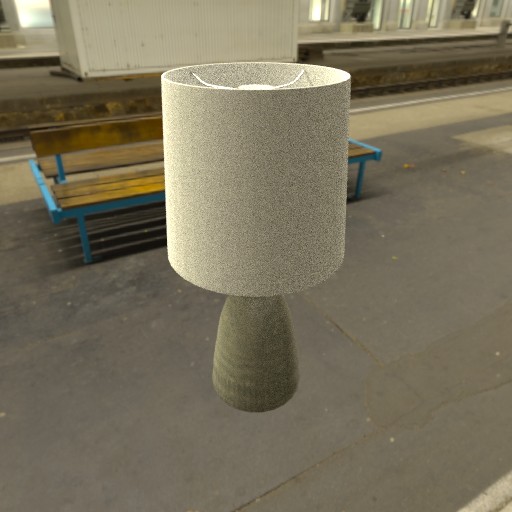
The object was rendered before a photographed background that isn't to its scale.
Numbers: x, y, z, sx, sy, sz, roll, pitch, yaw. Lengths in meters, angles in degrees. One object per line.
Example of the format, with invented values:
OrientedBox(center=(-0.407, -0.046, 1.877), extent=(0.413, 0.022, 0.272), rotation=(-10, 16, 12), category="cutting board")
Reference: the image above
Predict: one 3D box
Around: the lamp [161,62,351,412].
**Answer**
OrientedBox(center=(0.000, 0.000, 0.481), extent=(0.186, 0.369, 0.186), rotation=(0, 30, 0), category="lamp")
